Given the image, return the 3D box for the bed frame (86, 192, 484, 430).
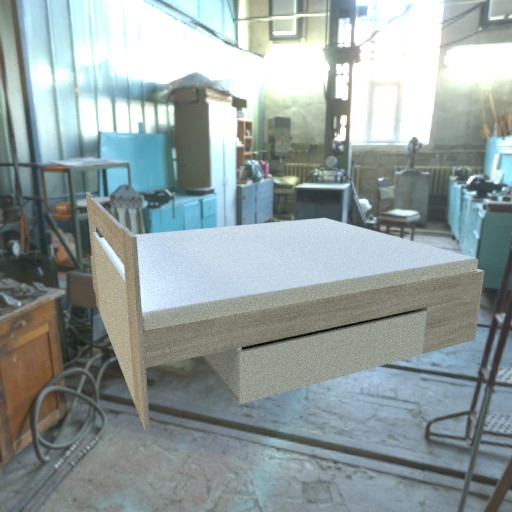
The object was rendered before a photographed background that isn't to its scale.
[{"bbox_3d":[0.000,0.000,3.115,2.050,0.860,2.040,-7,16,-25],"label":"bed frame"}]
